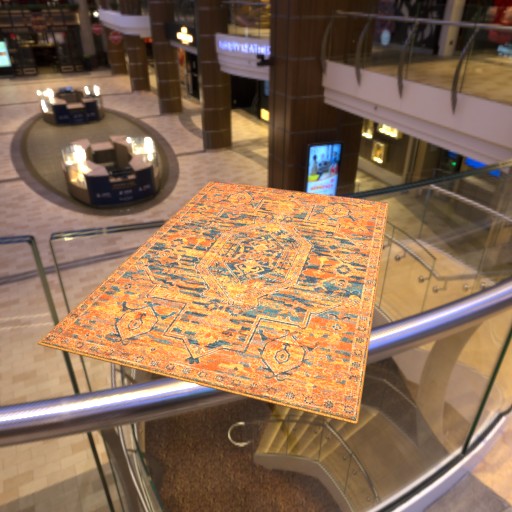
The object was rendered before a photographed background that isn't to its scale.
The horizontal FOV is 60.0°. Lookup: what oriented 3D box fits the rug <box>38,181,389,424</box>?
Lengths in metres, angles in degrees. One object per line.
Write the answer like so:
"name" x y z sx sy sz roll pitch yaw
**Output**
"rug" 0.000 0.000 3.782 2.043 0.019 2.916 9 33 15
